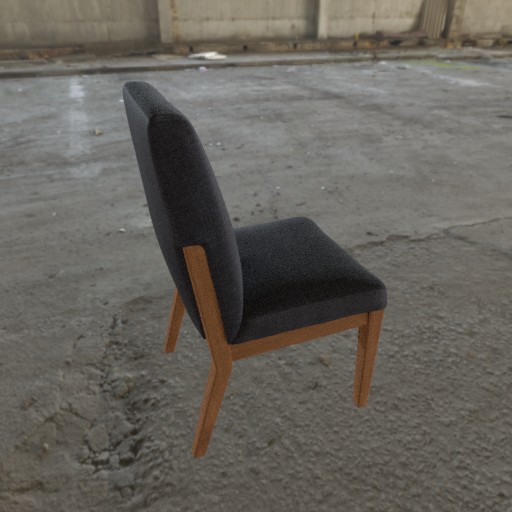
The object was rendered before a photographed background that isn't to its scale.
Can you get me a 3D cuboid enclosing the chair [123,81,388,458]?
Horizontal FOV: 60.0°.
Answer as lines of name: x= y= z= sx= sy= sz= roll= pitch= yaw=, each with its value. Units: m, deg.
chair: x=0.000 y=0.000 z=1.258 sx=0.586 sy=0.911 sz=0.507 roll=-10 pitch=30 yaw=-17
